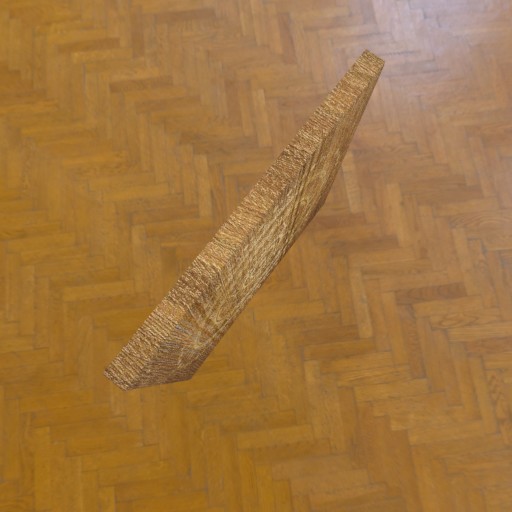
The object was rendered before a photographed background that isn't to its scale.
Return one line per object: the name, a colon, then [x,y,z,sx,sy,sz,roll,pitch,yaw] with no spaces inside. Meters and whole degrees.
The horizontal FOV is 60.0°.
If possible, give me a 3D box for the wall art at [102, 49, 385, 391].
wall art: [0.000,0.000,0.912,0.042,0.608,0.611,36,79,8]
